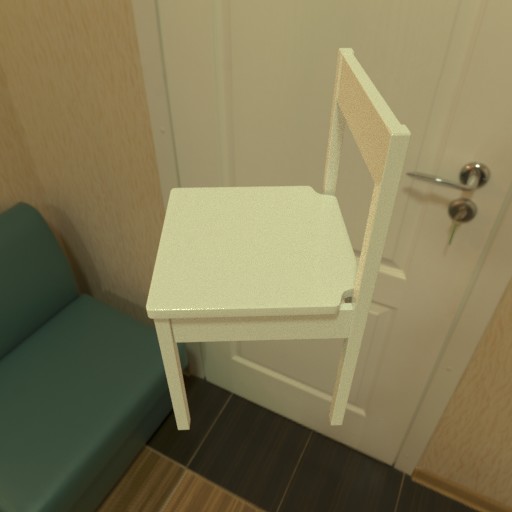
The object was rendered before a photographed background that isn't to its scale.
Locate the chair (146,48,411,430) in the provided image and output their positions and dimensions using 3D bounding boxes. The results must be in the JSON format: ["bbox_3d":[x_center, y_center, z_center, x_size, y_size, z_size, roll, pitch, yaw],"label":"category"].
[{"bbox_3d":[0.000,0.000,0.869,0.361,0.668,0.367,-1,40,-1],"label":"chair"}]
